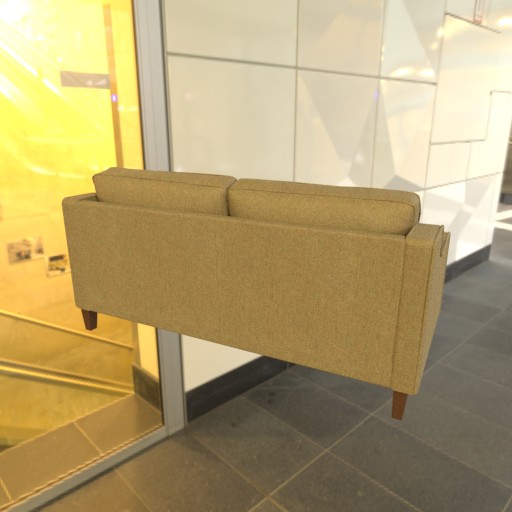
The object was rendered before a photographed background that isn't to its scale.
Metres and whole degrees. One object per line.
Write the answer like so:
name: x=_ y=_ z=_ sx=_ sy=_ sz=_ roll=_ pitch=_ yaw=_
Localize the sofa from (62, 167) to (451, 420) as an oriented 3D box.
sofa: x=0.000 y=0.000 z=2.813 sx=2.181 sy=1.074 sz=1.073 roll=8 pitch=19 yaw=26
